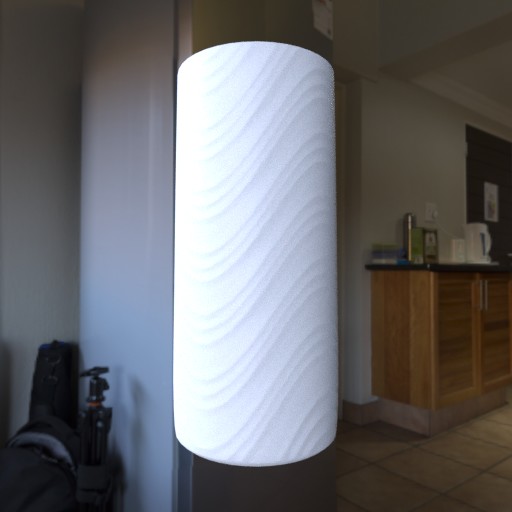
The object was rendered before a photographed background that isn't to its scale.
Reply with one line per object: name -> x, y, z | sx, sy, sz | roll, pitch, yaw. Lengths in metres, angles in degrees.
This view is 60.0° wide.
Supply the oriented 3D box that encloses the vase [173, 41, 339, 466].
vase -> 0.000, 0.000, 0.393 | 0.143, 0.316, 0.143 | 0, -1, 0
